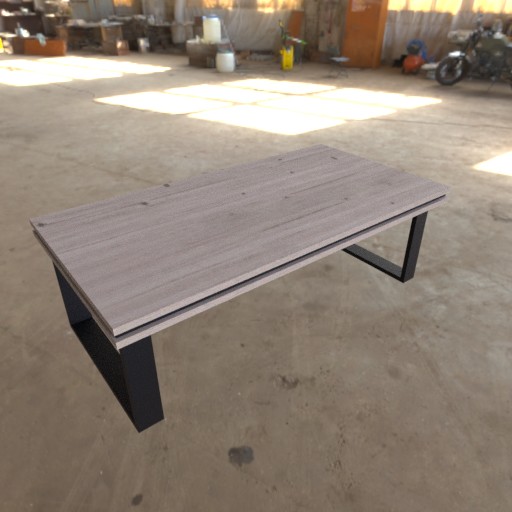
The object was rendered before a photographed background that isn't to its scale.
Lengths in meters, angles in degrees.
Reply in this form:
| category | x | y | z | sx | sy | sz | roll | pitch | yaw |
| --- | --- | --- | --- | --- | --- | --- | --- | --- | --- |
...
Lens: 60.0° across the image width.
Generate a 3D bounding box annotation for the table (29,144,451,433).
| category | x | y | z | sx | sy | sz | roll | pitch | yaw |
| --- | --- | --- | --- | --- | --- | --- | --- | --- | --- |
| table | 0.000 | 0.000 | 1.694 | 1.350 | 0.450 | 0.700 | -22 | 37 | -32 |
